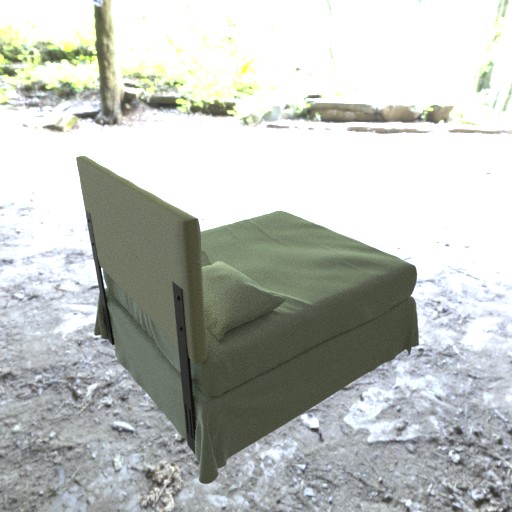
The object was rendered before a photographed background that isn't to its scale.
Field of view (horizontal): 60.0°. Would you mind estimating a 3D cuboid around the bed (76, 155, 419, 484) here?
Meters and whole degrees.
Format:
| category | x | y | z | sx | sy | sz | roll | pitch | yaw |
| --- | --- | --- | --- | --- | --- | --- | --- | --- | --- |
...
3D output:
| category | x | y | z | sx | sy | sz | roll | pitch | yaw |
| --- | --- | --- | --- | --- | --- | --- | --- | --- | --- |
| bed | 0.000 | 0.000 | 3.502 | 2.222 | 1.577 | 1.936 | -18 | 31 | -33 |
